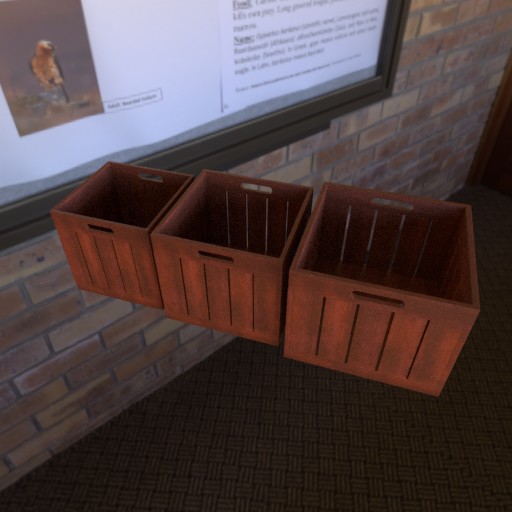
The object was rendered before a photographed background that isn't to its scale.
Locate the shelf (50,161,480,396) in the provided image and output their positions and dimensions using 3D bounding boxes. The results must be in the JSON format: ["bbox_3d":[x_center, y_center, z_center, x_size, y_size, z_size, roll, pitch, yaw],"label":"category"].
[{"bbox_3d":[0.000,0.000,1.251,1.064,0.311,0.393,12,42,13],"label":"shelf"}]
